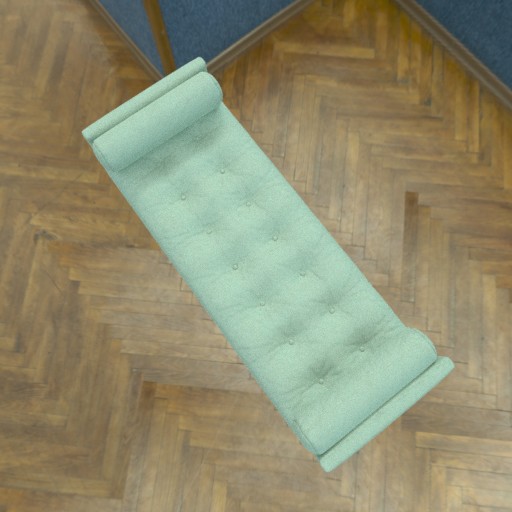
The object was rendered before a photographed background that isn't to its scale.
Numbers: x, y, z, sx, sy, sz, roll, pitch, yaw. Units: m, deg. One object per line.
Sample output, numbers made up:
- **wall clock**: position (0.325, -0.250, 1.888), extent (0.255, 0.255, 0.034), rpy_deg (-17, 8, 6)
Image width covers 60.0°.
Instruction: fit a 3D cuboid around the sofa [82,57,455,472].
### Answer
- **sofa**: position (0.000, 0.000, 2.479), extent (0.796, 0.705, 2.102), rpy_deg (-36, 79, -8)
